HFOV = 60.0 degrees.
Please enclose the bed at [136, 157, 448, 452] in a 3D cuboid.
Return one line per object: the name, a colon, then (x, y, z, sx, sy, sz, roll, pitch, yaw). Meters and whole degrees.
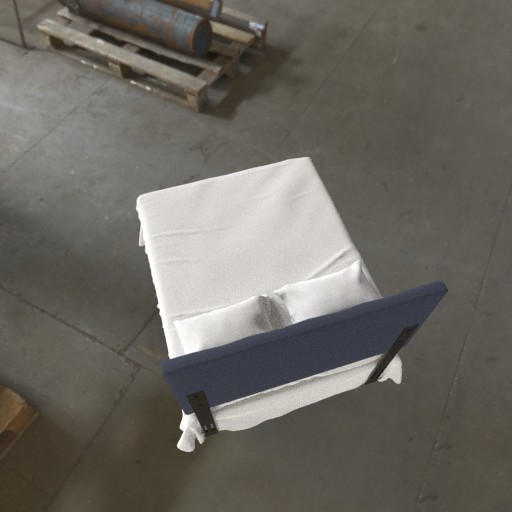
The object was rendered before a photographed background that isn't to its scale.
bed: (0.000, 0.000, 3.522, 1.936, 1.577, 2.222, -15, 58, -9)
